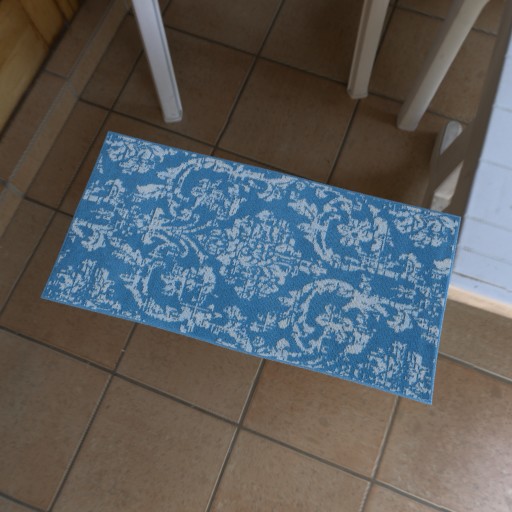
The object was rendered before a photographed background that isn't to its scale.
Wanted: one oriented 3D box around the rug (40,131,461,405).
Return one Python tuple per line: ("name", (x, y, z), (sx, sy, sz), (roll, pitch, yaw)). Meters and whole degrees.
("rug", (0.000, 0.000, 1.406), (1.219, 0.007, 0.604), (15, 75, 4))
